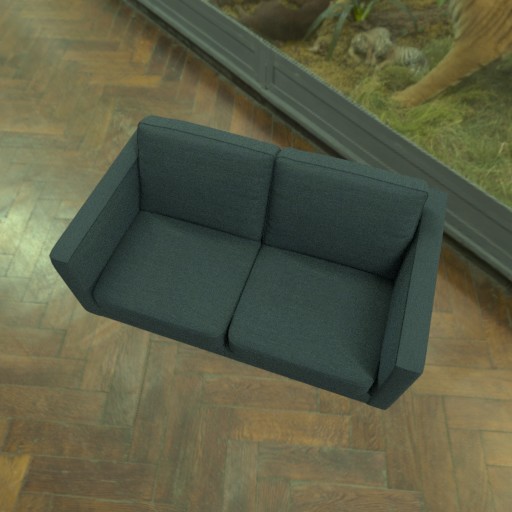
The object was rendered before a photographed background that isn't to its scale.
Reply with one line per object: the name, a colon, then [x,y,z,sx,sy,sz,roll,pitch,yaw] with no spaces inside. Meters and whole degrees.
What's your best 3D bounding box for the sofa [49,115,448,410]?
sofa: [0.000,0.000,2.275,1.659,0.907,0.999,16,59,10]
